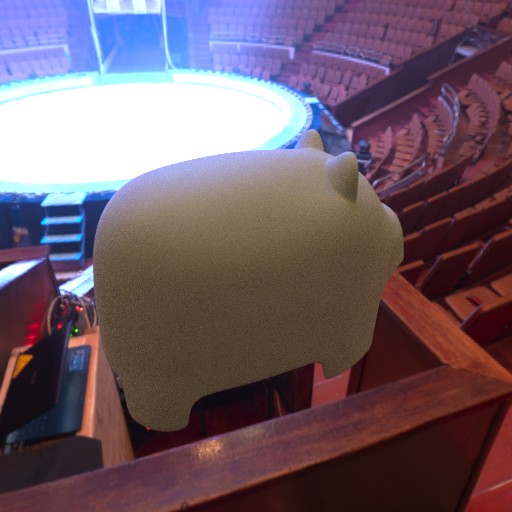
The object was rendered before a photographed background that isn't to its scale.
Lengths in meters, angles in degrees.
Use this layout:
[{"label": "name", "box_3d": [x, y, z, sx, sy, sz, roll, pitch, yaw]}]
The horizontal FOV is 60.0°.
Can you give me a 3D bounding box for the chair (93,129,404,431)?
[{"label": "chair", "box_3d": [0.000, 0.000, 0.859, 0.619, 0.423, 0.364, -11, 34, -17]}]
